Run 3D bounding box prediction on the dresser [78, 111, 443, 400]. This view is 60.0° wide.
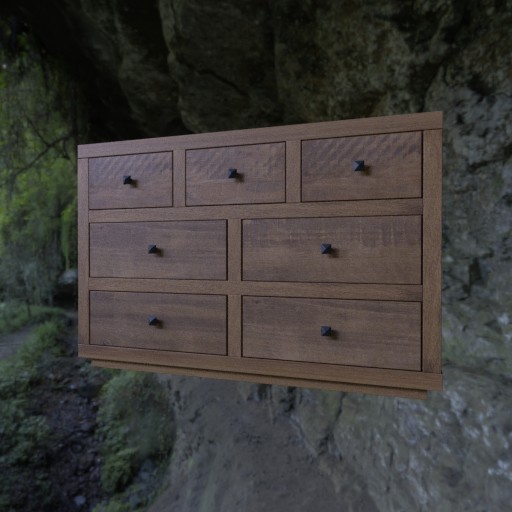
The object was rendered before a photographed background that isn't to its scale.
[{"bbox_3d":[0.000,0.000,1.653,1.261,0.825,0.479,0,1,19],"label":"dresser"}]
